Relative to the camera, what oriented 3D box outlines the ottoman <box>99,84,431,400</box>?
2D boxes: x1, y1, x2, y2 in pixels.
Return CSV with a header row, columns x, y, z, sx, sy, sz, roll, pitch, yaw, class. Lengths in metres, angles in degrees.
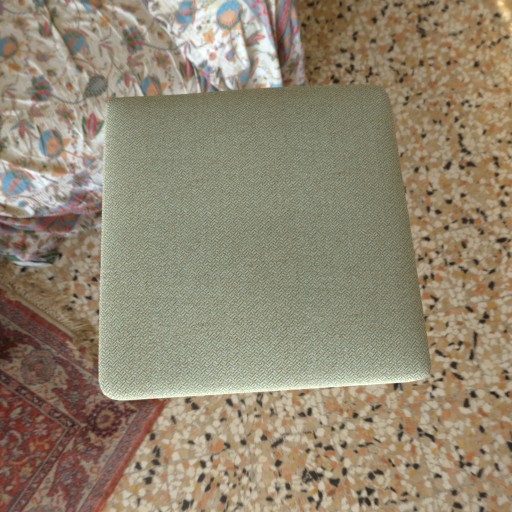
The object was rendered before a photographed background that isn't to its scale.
x,y,z,sx,sy,sz,roll,pitch,yaw,class
0.000,0.000,0.905,0.512,0.453,0.521,-3,76,-1,ottoman
